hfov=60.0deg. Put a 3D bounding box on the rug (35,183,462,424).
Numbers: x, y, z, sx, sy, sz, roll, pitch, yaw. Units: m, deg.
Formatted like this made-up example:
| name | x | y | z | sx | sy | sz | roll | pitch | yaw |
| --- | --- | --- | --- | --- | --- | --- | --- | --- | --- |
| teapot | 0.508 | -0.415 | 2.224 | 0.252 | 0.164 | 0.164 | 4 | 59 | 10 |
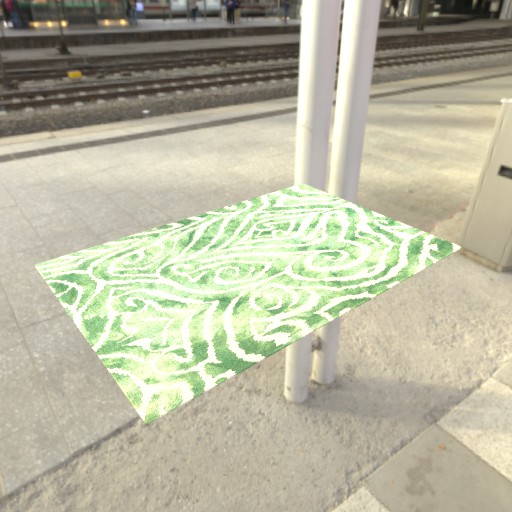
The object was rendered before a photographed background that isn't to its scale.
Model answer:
| name | x | y | z | sx | sy | sz | roll | pitch | yaw |
| --- | --- | --- | --- | --- | --- | --- | --- | --- | --- |
| rug | 0.000 | 0.000 | 2.268 | 1.826 | 0.006 | 1.220 | -21 | 36 | -33 |
